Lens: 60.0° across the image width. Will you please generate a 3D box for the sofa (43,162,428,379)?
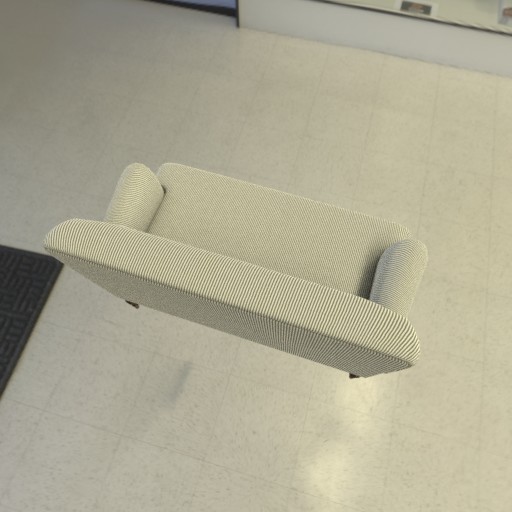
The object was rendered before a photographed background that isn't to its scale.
[{"bbox_3d":[0.000,0.000,1.828,1.297,0.889,0.779,16,64,8],"label":"sofa"}]
